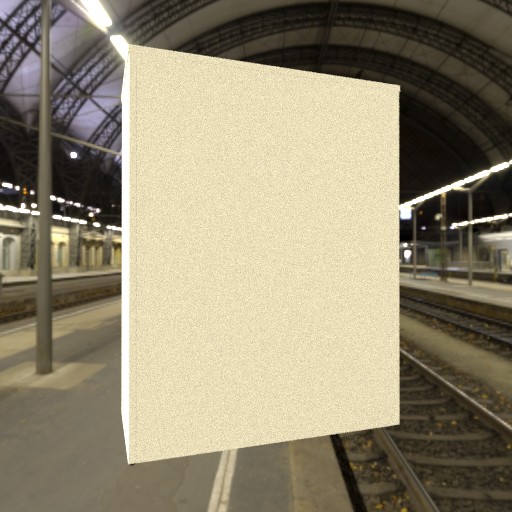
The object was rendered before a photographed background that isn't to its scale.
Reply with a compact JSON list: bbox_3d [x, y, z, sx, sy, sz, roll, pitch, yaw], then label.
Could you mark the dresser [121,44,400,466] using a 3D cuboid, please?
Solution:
[{"bbox_3d":[0.000,0.000,1.399,0.800,1.040,0.380,0,0,-19],"label":"dresser"}]
